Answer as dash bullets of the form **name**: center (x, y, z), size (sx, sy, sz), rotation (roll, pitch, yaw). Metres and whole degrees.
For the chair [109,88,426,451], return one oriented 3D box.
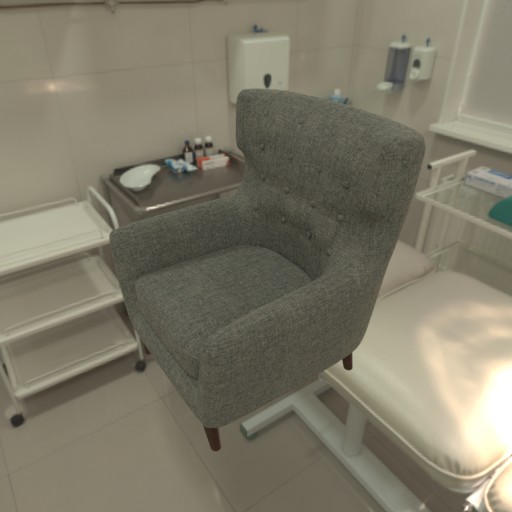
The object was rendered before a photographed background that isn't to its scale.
- **chair**: center (0.000, 0.000, 1.741), size (0.904, 1.063, 0.878), rotation (-21, 38, -29)
